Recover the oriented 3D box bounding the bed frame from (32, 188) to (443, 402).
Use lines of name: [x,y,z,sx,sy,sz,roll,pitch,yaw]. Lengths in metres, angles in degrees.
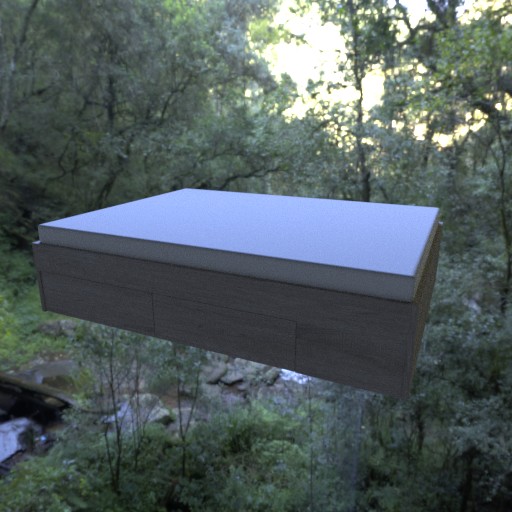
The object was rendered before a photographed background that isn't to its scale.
bed frame: [0.000,0.000,2.624,1.944,0.490,1.448,8,19,24]
